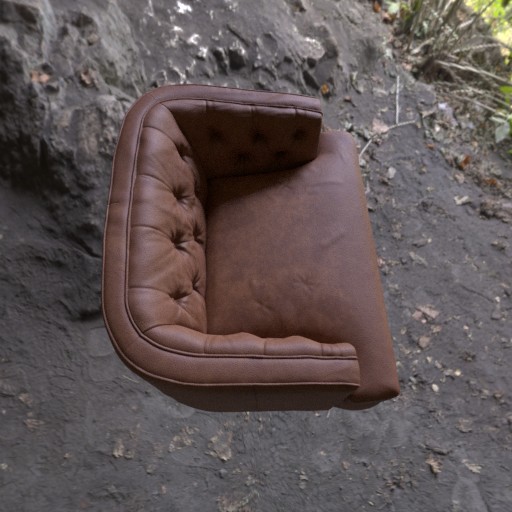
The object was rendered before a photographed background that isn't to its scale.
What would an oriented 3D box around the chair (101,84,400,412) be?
[{"bbox_3d":[0.000,0.000,1.694,0.911,0.836,1.119,-2,64,-1],"label":"chair"}]
